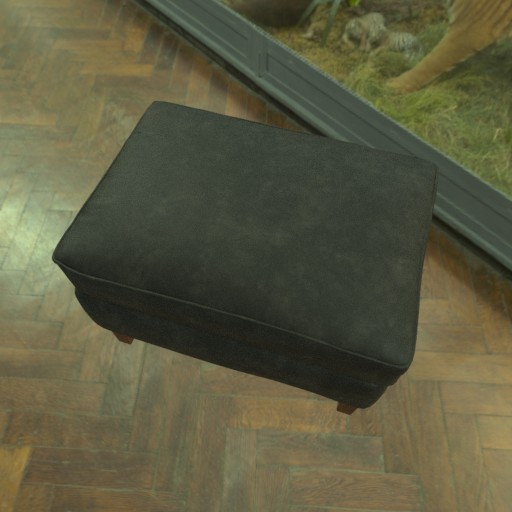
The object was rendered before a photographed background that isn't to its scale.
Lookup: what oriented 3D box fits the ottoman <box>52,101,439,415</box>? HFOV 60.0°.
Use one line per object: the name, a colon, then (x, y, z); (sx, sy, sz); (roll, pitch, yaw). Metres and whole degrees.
ottoman: (0.000, 0.000, 0.995); (0.665, 0.413, 0.501); (15, 60, 9)
